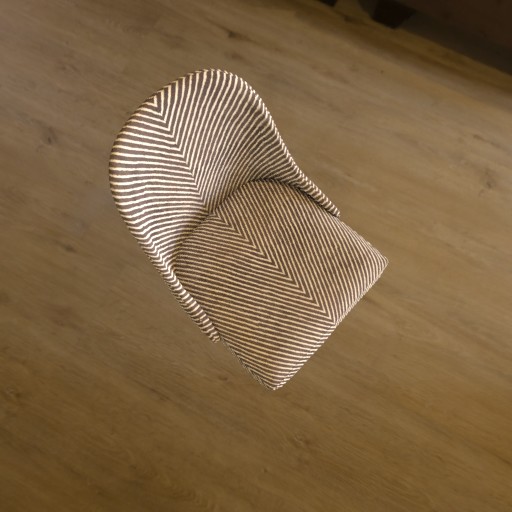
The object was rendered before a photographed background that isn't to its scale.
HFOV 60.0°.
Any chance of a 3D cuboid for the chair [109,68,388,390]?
[{"bbox_3d":[0.000,0.000,1.245,0.591,0.883,0.504,42,79,11],"label":"chair"}]
